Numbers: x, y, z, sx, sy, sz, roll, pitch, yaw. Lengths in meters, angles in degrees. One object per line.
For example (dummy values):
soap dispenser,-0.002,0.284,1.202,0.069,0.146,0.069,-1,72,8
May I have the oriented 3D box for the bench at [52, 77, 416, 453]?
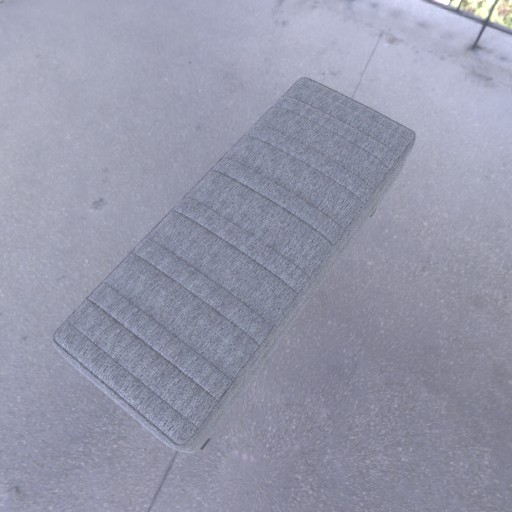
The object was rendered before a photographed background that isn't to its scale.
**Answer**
bench,0.000,0.000,1.344,0.429,0.470,1.100,33,68,15
